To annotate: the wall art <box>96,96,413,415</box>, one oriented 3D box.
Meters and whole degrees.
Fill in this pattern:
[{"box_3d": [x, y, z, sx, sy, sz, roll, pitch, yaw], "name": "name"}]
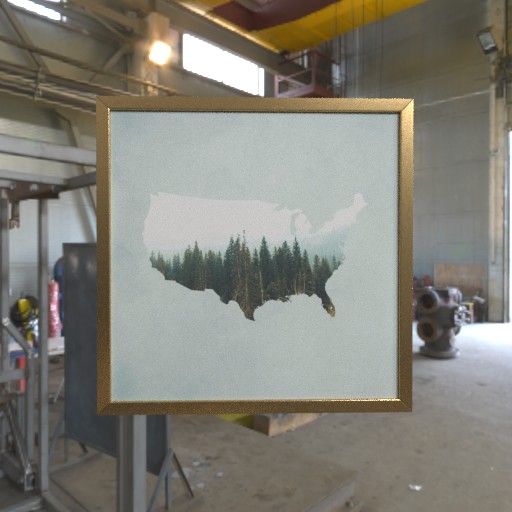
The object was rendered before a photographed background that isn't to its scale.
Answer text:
[{"box_3d": [0.000, 0.000, 0.733, 0.509, 0.509, 0.040, 0, 1, -2], "name": "wall art"}]
